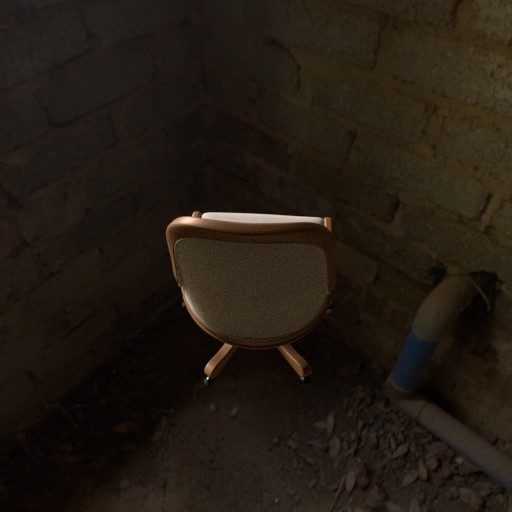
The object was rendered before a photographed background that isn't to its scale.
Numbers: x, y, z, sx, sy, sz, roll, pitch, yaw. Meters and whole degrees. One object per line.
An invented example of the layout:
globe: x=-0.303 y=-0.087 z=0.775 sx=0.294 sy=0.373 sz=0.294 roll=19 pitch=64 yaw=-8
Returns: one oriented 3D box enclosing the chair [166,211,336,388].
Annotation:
chair: x=0.000 y=0.000 z=1.614 sx=0.702 sy=1.009 sz=0.811 roll=3 pitch=46 yaw=3
